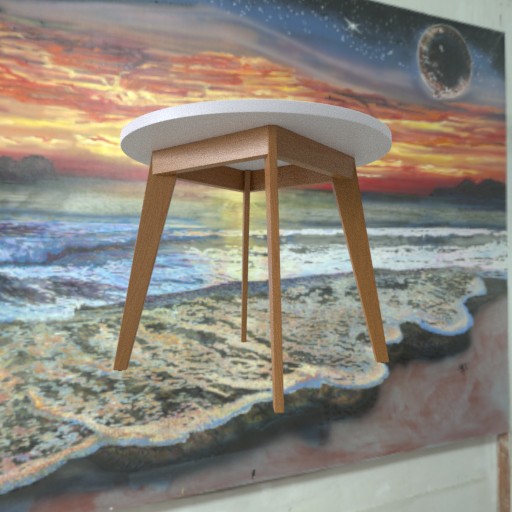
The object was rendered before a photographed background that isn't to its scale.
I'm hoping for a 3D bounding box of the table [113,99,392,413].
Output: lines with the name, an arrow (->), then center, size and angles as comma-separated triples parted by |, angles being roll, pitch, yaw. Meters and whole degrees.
table -> 0.000, 0.000, 1.528 | 0.896, 0.762, 0.896 | 0, 0, 0
